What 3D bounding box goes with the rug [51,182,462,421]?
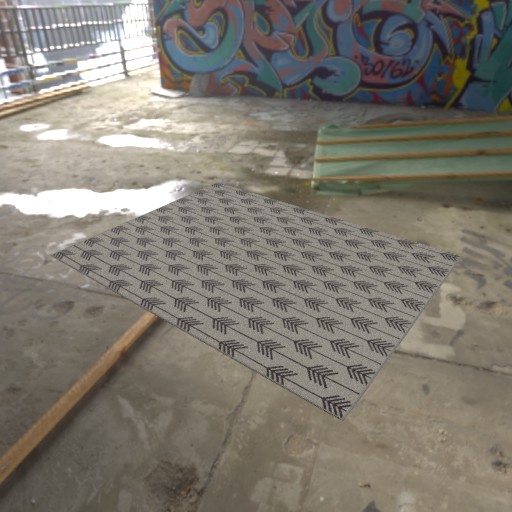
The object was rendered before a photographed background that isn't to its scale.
[{"bbox_3d":[0.000,0.000,4.132,3.061,0.010,2.330,22,37,32],"label":"rug"}]
